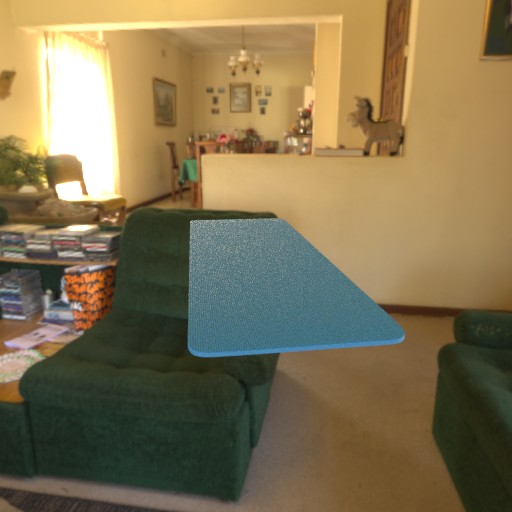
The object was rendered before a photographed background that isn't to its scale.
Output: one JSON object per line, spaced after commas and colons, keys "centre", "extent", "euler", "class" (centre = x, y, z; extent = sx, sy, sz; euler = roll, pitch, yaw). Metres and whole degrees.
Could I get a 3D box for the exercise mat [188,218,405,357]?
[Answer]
{"centre": [0.000, 0.000, 2.071], "extent": [0.616, 0.021, 1.869], "euler": [-2, 15, -8], "class": "exercise mat"}
